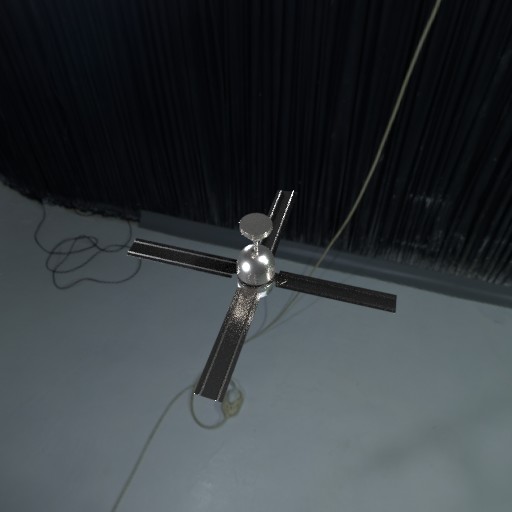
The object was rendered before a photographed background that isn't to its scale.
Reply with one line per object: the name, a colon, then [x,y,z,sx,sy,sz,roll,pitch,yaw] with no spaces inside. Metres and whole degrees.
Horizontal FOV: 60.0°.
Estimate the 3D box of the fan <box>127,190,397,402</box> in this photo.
fan: [0.000,0.000,2.079,1.346,0.406,1.346,11,47,10]
